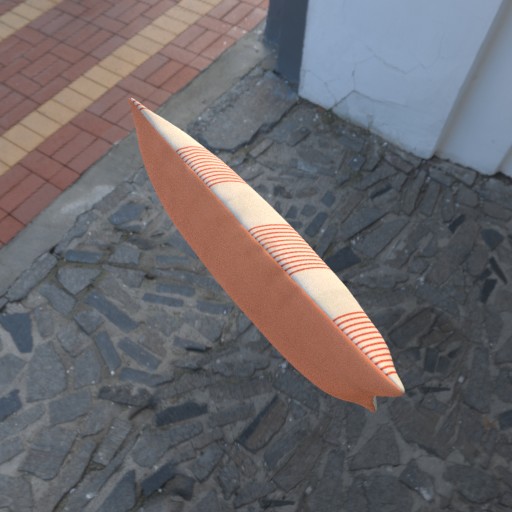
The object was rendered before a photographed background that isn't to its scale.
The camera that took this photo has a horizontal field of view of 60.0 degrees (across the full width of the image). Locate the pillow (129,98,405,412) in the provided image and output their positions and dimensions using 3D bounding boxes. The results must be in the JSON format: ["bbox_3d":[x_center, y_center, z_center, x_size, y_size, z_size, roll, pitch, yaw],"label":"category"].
[{"bbox_3d":[0.000,0.000,0.743,0.156,0.292,0.608,-34,66,-18],"label":"pillow"}]
